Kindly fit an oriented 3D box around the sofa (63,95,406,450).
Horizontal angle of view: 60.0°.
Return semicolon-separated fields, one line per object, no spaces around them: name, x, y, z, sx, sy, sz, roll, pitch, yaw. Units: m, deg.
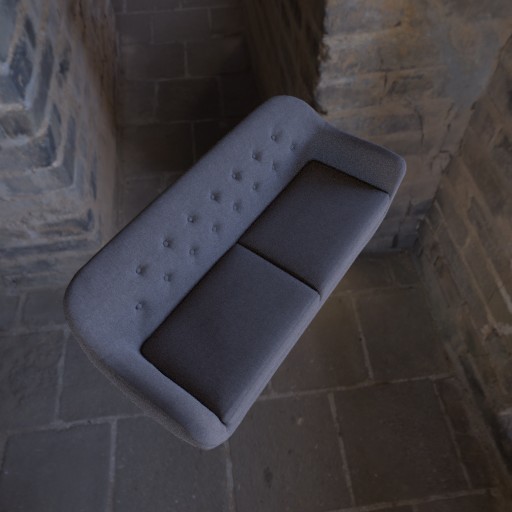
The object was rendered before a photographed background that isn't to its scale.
sofa;0.000;0.000;2.303;0.820;0.820;1.840;31;62;19
